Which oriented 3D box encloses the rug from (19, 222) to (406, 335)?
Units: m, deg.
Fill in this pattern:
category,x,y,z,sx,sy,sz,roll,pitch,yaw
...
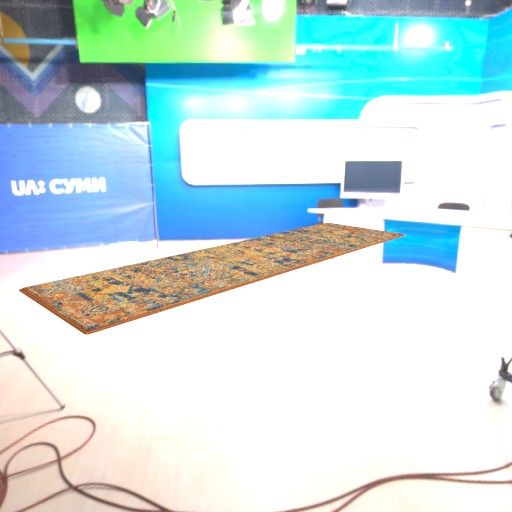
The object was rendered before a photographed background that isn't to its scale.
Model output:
category,x,y,z,sx,sy,sz,roll,pitch,yaw
rug,0.000,0.000,2.482,0.651,0.016,2.274,14,20,43
